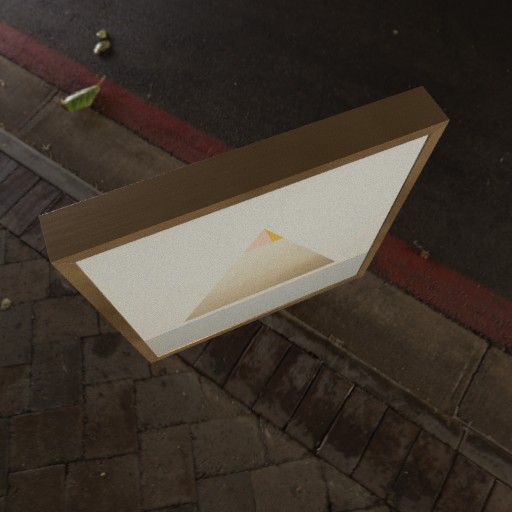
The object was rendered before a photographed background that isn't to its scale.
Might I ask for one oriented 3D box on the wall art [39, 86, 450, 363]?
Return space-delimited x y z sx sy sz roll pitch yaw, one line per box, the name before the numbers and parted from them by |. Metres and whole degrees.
wall art | 0.000 0.000 0.456 0.305 0.303 0.038 -21 66 -10
